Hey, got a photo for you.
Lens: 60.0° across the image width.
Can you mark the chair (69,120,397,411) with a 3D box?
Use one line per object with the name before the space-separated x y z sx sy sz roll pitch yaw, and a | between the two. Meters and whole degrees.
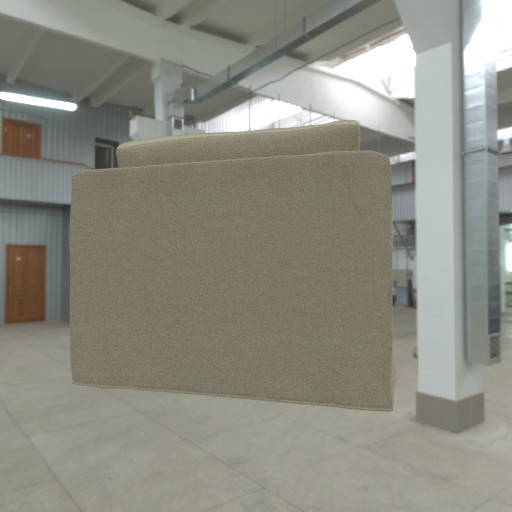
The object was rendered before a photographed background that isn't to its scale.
chair | 0.000 0.000 1.764 1.057 0.863 0.949 0 -2 16
